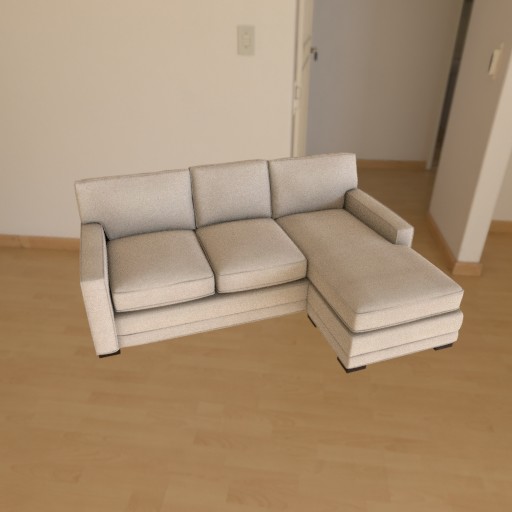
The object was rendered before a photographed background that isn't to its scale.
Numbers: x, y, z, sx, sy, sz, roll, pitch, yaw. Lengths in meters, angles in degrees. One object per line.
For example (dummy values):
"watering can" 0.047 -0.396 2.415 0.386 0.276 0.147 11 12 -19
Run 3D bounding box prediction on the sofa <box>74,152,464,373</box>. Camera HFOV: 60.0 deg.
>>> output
"sofa" 0.000 0.000 2.823 2.087 0.861 1.496 -9 31 -16
